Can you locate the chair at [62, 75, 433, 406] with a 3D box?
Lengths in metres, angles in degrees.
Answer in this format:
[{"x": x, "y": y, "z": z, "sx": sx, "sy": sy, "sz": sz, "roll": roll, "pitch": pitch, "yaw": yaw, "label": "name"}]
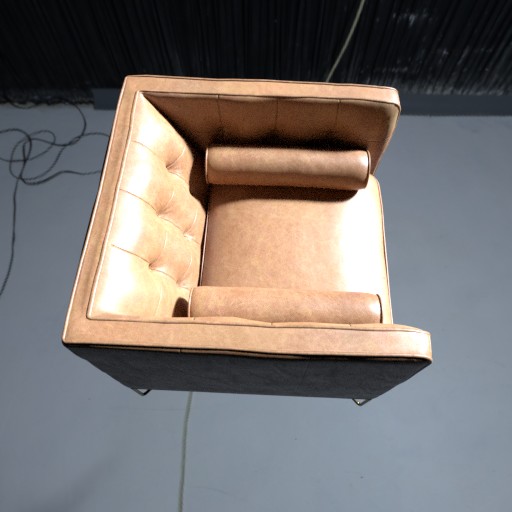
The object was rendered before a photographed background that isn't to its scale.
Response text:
[{"x": 0.000, "y": 0.000, "z": 1.586, "sx": 0.912, "sy": 0.797, "sz": 0.920, "roll": 2, "pitch": 64, "yaw": 1, "label": "chair"}]
